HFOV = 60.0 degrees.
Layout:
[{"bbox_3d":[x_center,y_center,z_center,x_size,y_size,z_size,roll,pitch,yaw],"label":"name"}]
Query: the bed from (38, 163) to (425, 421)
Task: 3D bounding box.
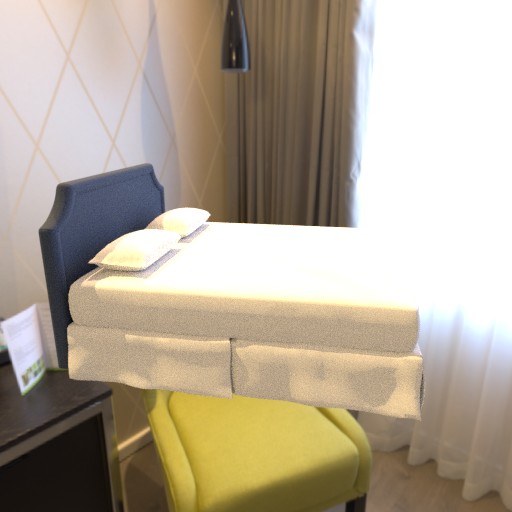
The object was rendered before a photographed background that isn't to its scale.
[{"bbox_3d":[0.000,0.000,4.079,2.773,1.488,2.350,3,18,10],"label":"bed"}]
